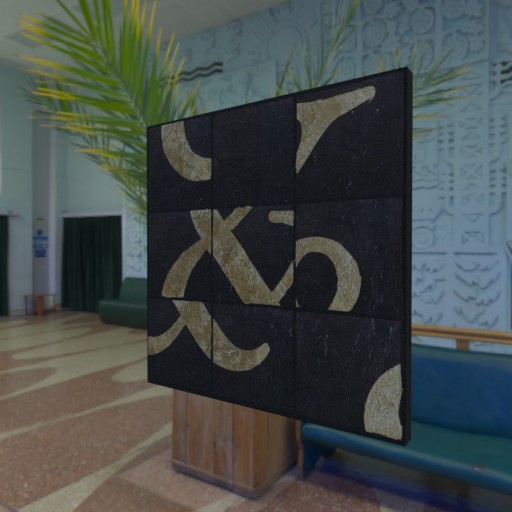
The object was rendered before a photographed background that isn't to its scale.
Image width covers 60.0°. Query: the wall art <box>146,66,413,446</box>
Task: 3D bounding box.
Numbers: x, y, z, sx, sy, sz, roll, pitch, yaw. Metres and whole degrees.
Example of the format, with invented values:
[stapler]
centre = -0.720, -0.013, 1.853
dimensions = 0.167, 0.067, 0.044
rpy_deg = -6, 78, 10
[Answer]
[wall art]
centre = 0.000, 0.000, 1.116
dimensions = 0.758, 0.758, 0.044
rpy_deg = 1, 1, 35
